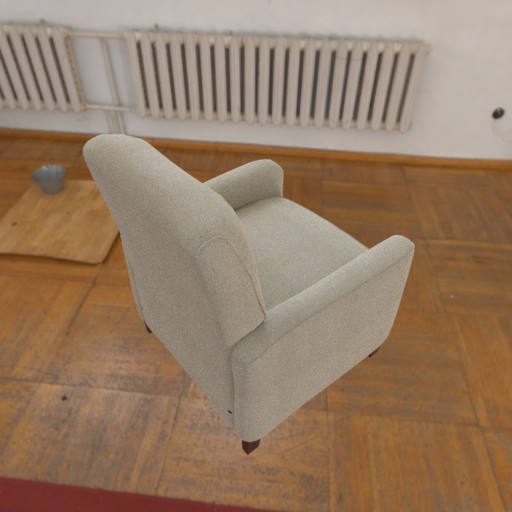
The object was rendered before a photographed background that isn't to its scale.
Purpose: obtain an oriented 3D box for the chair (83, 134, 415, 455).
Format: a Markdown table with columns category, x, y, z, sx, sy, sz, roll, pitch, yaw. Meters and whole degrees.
| category | x | y | z | sx | sy | sz | roll | pitch | yaw |
| --- | --- | --- | --- | --- | --- | --- | --- | --- | --- |
| chair | 0.000 | 0.000 | 1.633 | 0.853 | 1.006 | 0.850 | -28 | 48 | -29 |
